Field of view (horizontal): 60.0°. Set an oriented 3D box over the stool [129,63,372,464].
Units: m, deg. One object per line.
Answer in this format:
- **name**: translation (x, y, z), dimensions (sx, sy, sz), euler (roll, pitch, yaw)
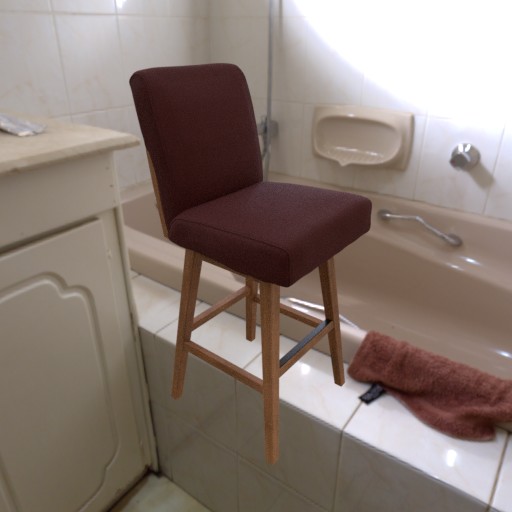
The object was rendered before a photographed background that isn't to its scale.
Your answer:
- **stool**: translation (0.000, 0.000, 1.401), dimensions (0.562, 1.093, 0.468), euler (20, 33, 34)
